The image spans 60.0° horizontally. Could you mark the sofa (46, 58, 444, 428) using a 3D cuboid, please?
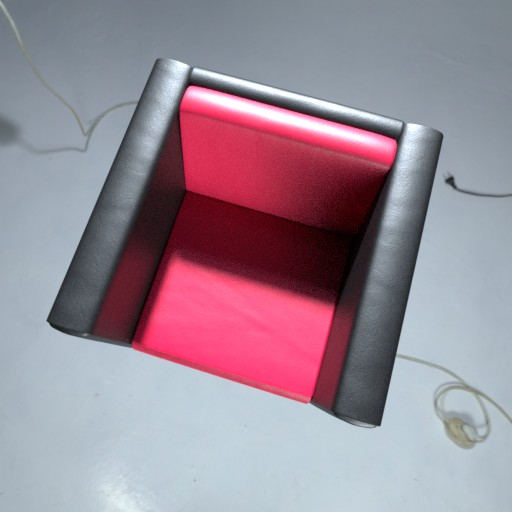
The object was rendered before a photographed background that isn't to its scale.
[{"bbox_3d":[0.000,0.000,1.462,0.839,0.724,0.809,16,76,4],"label":"sofa"}]
